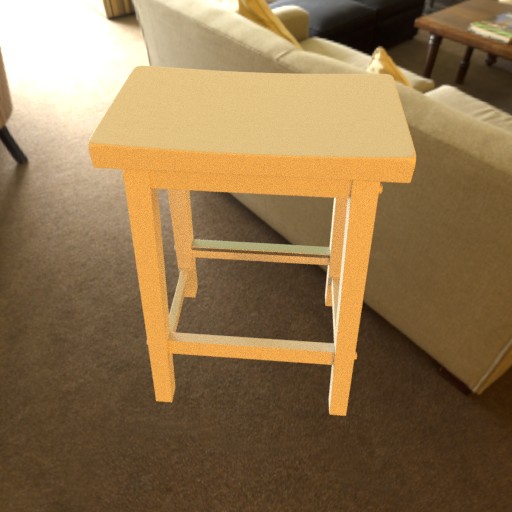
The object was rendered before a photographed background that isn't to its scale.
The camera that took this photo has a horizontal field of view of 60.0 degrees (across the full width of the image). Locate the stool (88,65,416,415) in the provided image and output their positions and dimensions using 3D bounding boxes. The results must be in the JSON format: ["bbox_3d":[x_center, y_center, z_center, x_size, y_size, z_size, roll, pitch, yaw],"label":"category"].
[{"bbox_3d":[0.000,0.000,0.837,0.406,0.610,0.322,3,46,3],"label":"stool"}]
